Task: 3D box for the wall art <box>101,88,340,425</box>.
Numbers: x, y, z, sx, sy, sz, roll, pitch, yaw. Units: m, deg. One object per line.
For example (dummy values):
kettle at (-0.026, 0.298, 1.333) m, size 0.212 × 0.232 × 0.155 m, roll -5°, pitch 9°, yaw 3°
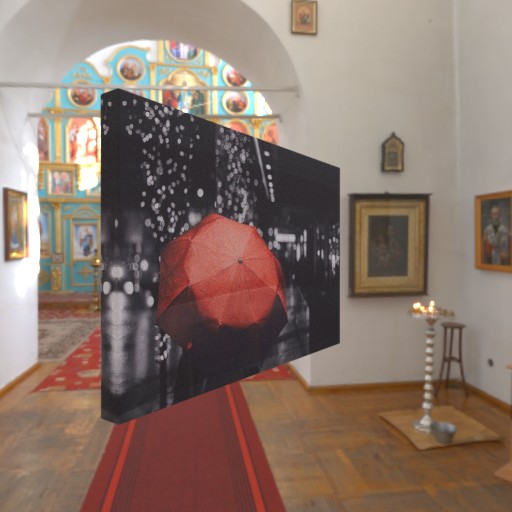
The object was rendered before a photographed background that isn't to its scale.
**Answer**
wall art at (0.000, 0.000, 0.788) m, size 0.037 × 0.406 × 0.609 m, roll 0°, pitch 0°, yaw 36°
